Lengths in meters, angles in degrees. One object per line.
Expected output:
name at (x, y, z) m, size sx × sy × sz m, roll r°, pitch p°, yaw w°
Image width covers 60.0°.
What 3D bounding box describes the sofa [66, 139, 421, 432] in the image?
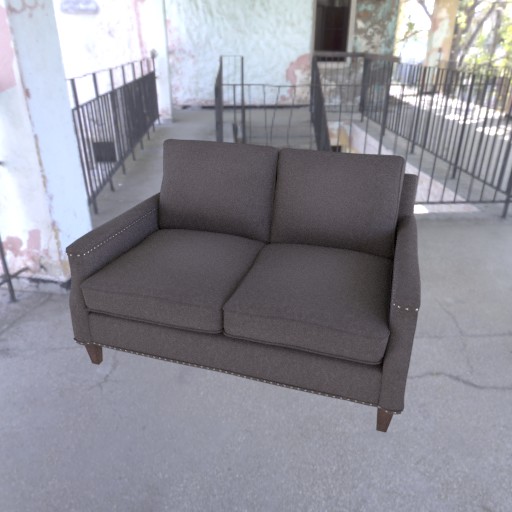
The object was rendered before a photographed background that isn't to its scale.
sofa at (0.000, 0.000, 2.302) m, size 1.597 × 1.003 × 1.084 m, roll 8°, pitch 27°, yaw 16°
